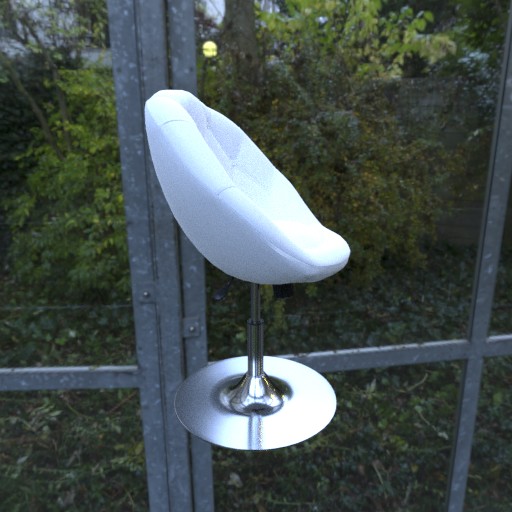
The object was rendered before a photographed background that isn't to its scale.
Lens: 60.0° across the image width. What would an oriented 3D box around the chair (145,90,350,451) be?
[{"bbox_3d":[0.000,0.000,1.777,0.736,1.261,0.940,3,15,10],"label":"chair"}]
